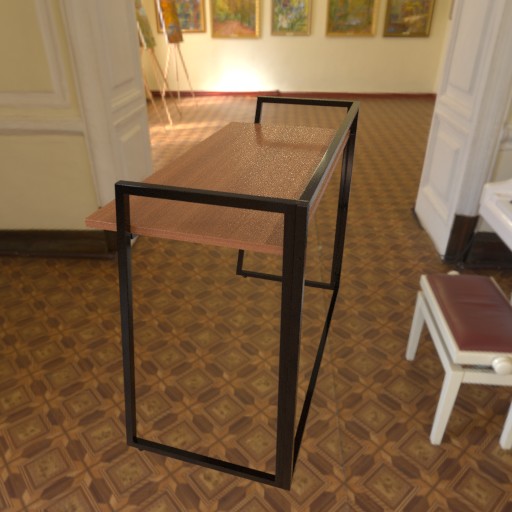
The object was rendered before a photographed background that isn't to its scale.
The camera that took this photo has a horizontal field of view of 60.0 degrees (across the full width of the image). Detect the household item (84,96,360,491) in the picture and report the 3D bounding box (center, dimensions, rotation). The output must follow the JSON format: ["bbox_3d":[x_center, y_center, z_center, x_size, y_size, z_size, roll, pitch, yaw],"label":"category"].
[{"bbox_3d":[0.000,0.000,1.514,0.510,0.860,1.050,8,31,14],"label":"household item"}]
